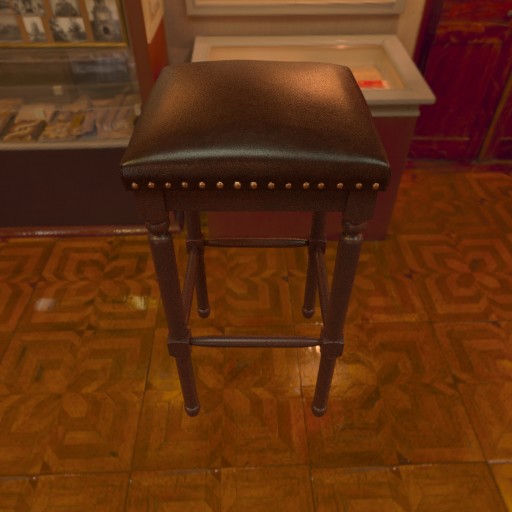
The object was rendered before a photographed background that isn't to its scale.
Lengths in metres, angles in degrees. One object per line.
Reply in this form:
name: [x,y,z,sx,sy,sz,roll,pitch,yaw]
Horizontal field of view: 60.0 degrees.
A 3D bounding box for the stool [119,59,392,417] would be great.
stool: [0.000,0.000,0.970,0.382,0.768,0.383,0,42,0]
